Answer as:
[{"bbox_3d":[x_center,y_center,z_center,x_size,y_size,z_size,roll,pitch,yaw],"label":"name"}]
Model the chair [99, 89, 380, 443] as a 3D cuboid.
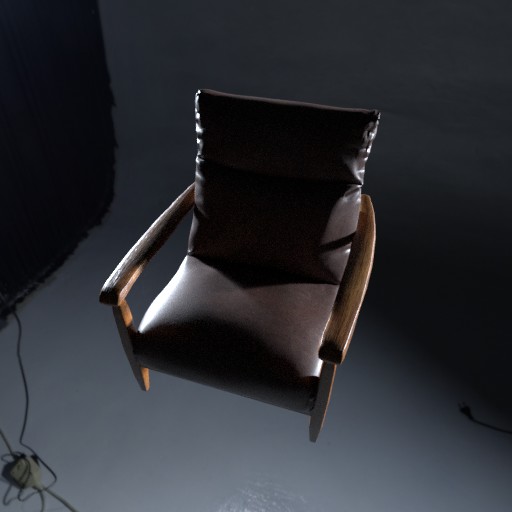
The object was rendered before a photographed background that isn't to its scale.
[{"bbox_3d":[0.000,0.000,1.550,0.782,0.897,0.830,12,42,13],"label":"chair"}]
